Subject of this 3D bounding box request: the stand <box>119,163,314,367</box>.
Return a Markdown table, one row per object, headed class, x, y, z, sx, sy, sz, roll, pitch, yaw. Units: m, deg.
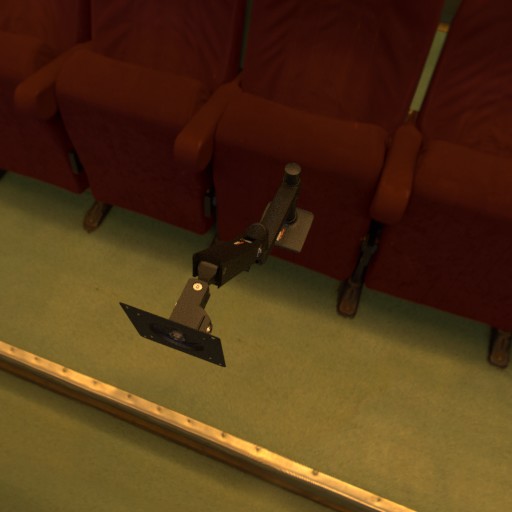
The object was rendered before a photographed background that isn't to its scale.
| class | x | y | z | sx | sy | sz | roll | pitch | yaw |
| --- | --- | --- | --- | --- | --- | --- | --- | --- | --- |
| stand | 0.000 | 0.000 | 1.039 | 0.152 | 0.713 | 0.650 | 18 | 61 | 10 |
